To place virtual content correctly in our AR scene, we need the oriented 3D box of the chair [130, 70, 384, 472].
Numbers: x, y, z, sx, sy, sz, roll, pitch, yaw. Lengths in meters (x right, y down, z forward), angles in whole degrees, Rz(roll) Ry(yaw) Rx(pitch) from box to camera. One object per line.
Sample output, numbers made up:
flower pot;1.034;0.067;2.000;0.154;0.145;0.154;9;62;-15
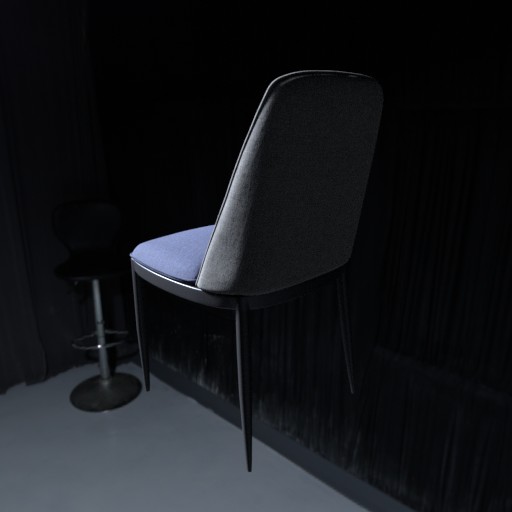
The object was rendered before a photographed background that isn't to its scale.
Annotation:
chair;0.000;0.000;1.160;0.550;0.855;0.488;16;23;42
